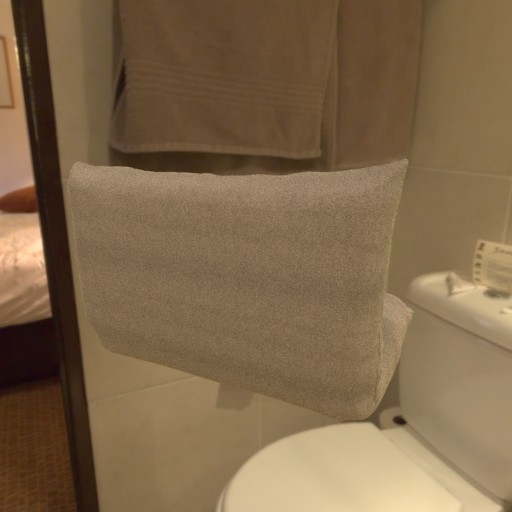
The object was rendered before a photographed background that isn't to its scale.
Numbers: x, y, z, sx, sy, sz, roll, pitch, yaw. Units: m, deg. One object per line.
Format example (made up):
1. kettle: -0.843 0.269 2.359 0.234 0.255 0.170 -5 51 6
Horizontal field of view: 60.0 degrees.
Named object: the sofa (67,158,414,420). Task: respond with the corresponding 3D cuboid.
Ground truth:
1. sofa: 0.000 0.000 1.690 1.144 0.795 0.847 8 18 26
